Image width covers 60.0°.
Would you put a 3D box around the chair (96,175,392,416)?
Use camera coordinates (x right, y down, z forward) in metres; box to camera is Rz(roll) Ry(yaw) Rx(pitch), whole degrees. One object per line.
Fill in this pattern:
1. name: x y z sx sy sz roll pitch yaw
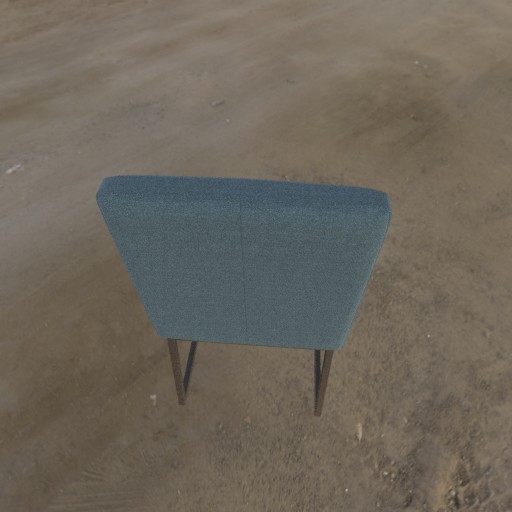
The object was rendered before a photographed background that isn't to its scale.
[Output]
1. chair: 0.000 0.000 1.275 0.520 0.930 0.634 4 47 3
